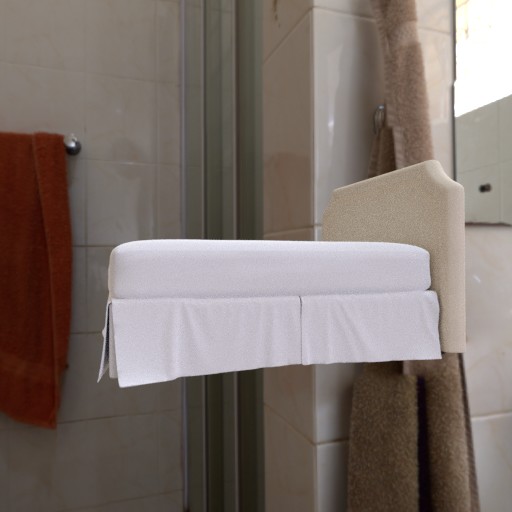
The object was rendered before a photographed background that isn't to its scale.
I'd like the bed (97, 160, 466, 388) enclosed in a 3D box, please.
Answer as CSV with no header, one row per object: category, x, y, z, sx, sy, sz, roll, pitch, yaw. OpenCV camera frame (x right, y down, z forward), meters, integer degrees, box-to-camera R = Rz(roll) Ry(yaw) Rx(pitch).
bed,0.000,0.000,3.306,2.209,1.296,1.827,0,0,-17
